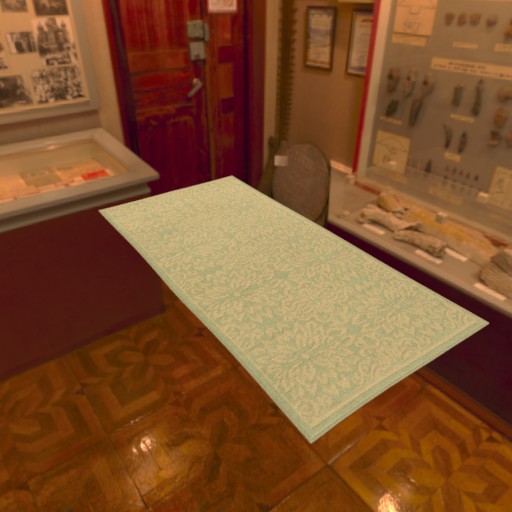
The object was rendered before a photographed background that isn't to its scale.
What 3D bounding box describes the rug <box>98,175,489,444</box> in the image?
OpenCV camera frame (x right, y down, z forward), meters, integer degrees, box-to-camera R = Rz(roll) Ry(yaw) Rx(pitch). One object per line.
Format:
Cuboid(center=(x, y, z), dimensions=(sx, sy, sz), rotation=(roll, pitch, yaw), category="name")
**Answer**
Cuboid(center=(0.000, 0.000, 1.409), dimensions=(0.604, 0.007, 1.219), rotation=(-21, 38, -29), category="rug")
